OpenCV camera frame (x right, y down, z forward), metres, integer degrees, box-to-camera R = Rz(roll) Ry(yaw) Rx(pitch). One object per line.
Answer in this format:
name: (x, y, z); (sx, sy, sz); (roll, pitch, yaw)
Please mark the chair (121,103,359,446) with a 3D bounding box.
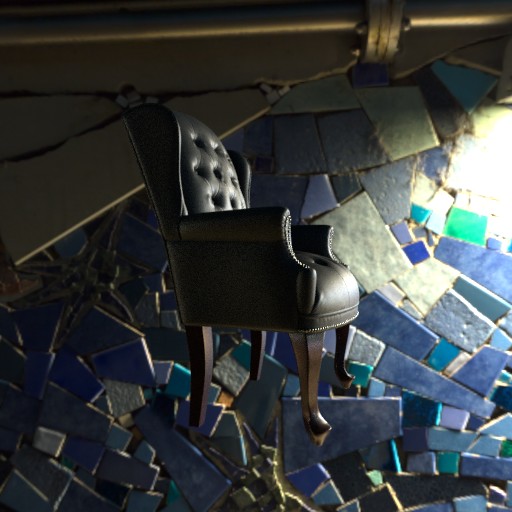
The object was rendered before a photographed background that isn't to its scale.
chair: (0.000, 0.000, 1.693); (0.762, 1.111, 0.838); (0, 0, 19)
